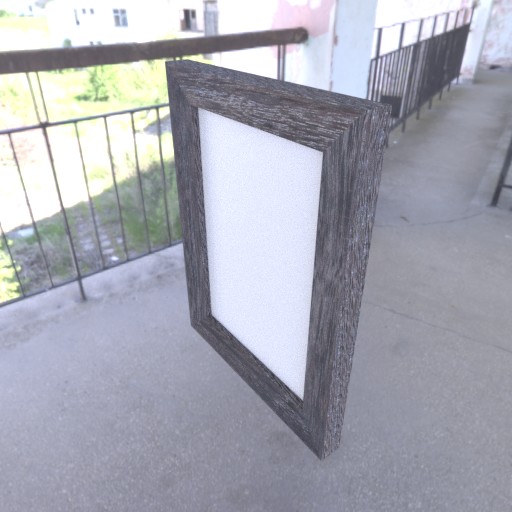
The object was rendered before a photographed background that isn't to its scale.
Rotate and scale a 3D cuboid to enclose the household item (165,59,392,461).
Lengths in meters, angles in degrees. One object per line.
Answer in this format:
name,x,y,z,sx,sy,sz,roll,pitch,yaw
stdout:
household item,0.000,0.000,0.278,0.020,0.210,0.160,-21,37,-31
